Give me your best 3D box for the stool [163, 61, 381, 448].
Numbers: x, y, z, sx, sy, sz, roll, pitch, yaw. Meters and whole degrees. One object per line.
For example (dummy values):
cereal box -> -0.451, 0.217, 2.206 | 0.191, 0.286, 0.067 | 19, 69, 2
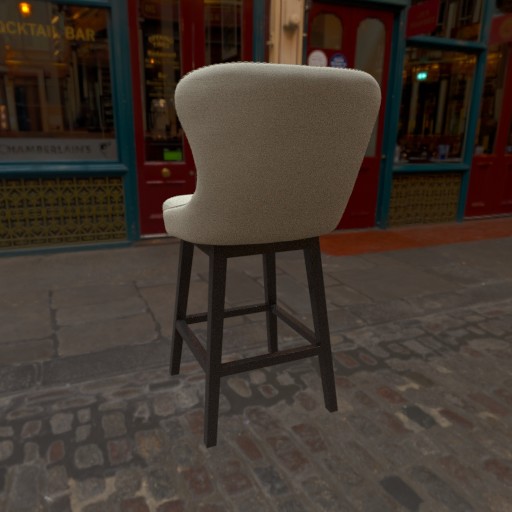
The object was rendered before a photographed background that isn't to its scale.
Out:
stool -> 0.000, 0.000, 1.301 | 0.528, 0.971, 0.593 | -7, 16, -23
